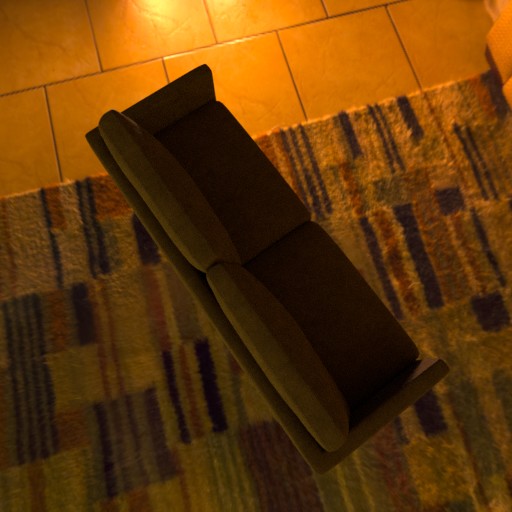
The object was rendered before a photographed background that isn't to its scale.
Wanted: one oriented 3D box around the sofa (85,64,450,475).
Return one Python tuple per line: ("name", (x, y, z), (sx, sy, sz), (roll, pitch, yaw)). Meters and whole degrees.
("sofa", (0.000, 0.000, 2.846), (0.951, 0.965, 2.434), (-35, 78, -9))
